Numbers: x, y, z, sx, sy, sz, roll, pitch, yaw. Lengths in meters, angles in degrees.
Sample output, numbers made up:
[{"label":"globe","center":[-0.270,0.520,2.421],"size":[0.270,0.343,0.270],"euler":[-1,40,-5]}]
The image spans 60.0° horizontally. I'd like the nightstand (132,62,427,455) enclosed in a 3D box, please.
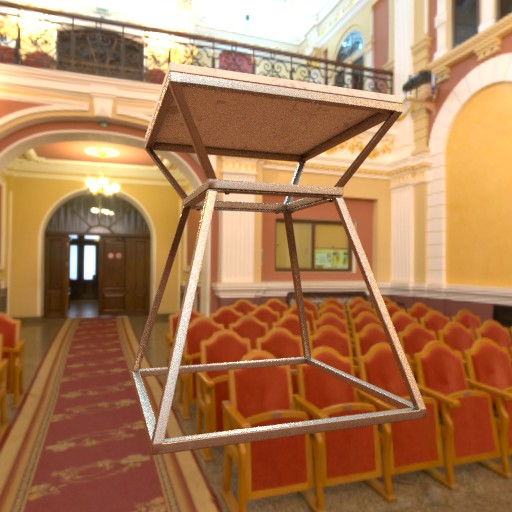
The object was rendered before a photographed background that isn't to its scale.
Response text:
[{"label":"nightstand","center":[0.000,0.000,0.895],"size":[0.455,0.554,0.455],"euler":[0,-1,-19]}]
